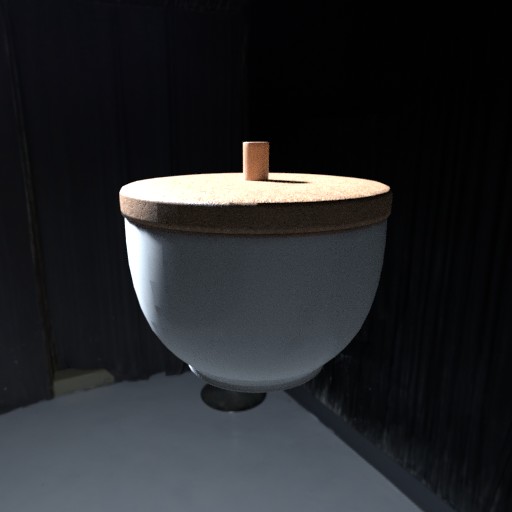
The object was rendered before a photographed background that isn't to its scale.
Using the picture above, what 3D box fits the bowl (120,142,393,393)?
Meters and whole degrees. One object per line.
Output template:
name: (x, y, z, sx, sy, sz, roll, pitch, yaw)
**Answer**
bowl: (0.000, 0.000, 0.222, 0.126, 0.110, 0.126, 0, 15, 0)
